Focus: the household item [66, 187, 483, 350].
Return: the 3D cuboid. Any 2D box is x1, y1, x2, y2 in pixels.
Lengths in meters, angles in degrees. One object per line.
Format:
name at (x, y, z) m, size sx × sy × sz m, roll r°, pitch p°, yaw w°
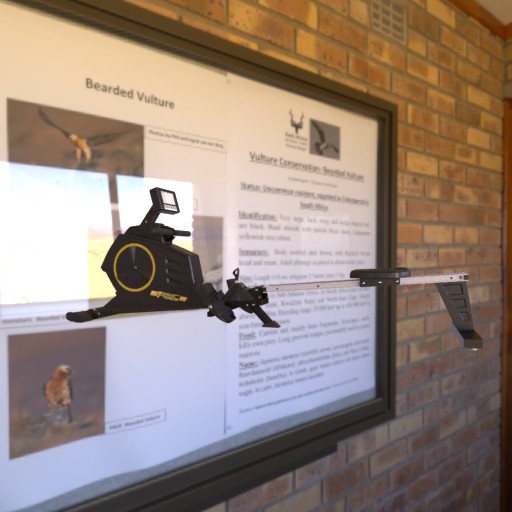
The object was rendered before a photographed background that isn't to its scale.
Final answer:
household item at (0.000, 0.000, 2.522) m, size 2.251 × 0.810 × 0.521 m, roll 0°, pitch 1°, yaw 18°
